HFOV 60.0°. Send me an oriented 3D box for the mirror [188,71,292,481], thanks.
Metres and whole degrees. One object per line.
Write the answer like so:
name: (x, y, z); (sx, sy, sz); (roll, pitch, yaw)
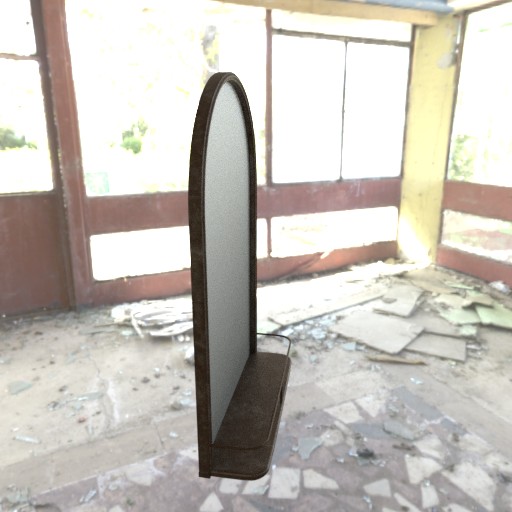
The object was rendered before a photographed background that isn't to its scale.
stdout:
mirror: (0.000, 0.000, 0.997); (0.137, 0.770, 0.510); (3, 16, 10)
